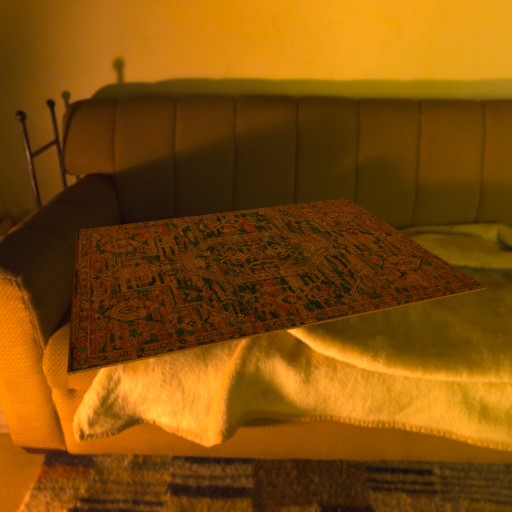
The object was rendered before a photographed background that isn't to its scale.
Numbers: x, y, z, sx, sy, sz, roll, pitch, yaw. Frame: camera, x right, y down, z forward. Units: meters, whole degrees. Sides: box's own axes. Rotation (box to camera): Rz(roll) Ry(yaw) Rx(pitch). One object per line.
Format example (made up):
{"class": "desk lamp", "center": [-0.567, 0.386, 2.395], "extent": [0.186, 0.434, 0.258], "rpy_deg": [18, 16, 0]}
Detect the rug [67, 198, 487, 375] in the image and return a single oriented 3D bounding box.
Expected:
{"class": "rug", "center": [0.000, 0.000, 2.841], "extent": [2.204, 0.024, 1.588], "rpy_deg": [-9, 28, -17]}
